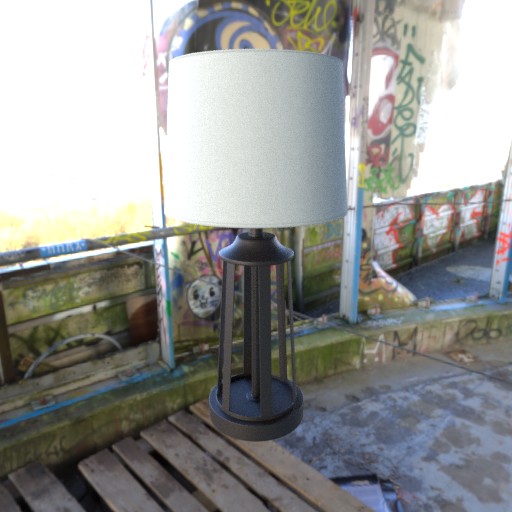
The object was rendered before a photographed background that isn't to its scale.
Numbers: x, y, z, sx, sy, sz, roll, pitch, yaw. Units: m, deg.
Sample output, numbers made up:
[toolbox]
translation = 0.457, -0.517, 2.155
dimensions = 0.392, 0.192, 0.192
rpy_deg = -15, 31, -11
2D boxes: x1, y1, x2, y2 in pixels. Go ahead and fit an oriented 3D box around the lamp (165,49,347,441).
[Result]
[lamp]
translation = 0.000, 0.000, 0.637
dimensions = 0.251, 0.509, 0.251
rpy_deg = 0, 15, 0
